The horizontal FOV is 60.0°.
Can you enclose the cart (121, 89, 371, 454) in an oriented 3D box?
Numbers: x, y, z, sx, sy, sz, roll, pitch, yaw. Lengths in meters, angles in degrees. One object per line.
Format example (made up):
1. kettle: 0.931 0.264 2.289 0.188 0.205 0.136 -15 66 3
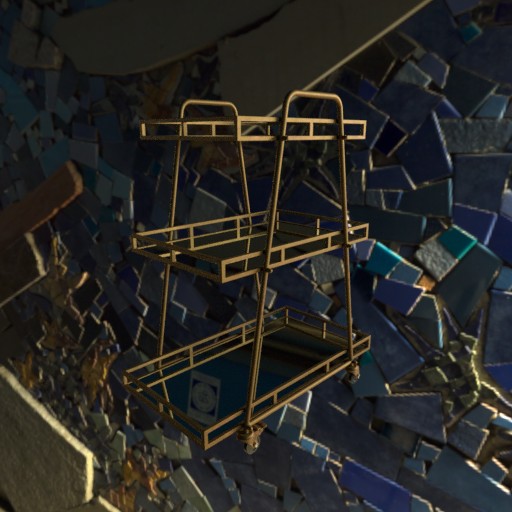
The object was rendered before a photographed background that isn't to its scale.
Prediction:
1. cart: 0.000 0.000 1.299 0.711 0.883 0.441 -15 21 -43
